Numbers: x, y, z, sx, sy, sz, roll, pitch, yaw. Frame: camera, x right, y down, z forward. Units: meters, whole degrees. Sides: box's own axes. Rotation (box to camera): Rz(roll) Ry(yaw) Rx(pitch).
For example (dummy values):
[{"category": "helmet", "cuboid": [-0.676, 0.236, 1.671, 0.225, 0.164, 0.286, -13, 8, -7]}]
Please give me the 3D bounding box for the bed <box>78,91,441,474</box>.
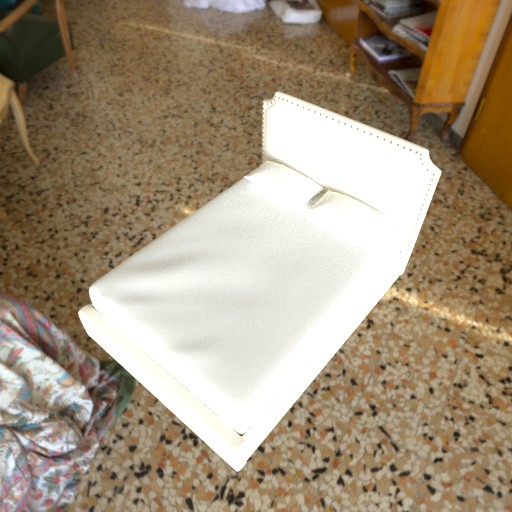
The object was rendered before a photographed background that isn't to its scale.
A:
[{"category": "bed", "cuboid": [0.000, 0.000, 3.521, 1.712, 1.443, 2.365, 32, 54, 26]}]
